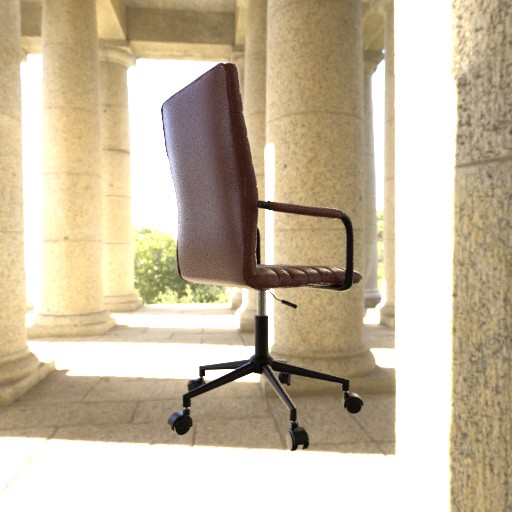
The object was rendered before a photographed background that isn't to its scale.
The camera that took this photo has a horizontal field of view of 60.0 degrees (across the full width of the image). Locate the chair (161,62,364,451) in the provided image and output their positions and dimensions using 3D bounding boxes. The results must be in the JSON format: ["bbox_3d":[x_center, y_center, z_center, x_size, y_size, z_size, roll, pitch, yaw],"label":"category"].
[{"bbox_3d":[0.000,0.000,1.378,0.580,0.979,0.608,0,1,-35],"label":"chair"}]
